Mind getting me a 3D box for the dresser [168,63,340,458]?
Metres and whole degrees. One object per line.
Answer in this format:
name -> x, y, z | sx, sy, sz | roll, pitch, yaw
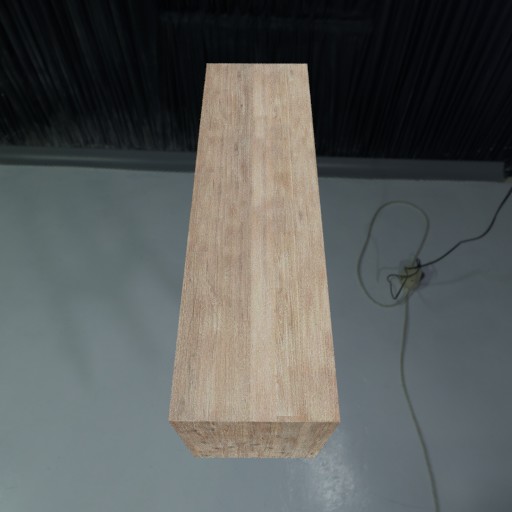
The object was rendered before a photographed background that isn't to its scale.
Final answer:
dresser -> 0.000, 0.000, 1.925 | 0.455, 0.805, 1.554 | 0, 57, 0
